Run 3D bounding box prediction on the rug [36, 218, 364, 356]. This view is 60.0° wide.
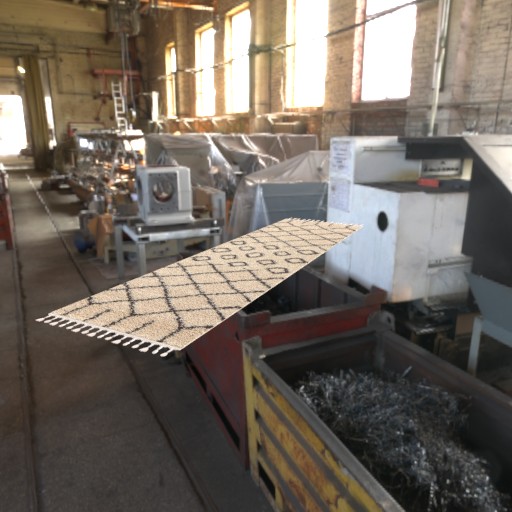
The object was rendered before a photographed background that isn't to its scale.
[{"bbox_3d":[0.000,0.000,2.630,0.660,0.005,2.464,8,17,27],"label":"rug"}]
